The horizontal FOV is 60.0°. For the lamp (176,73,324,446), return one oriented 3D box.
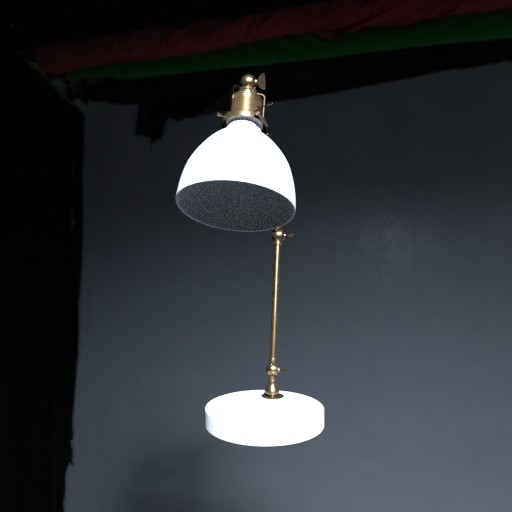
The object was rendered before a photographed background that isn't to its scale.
[{"bbox_3d":[0.000,0.000,0.658,0.186,0.522,0.317,0,-1,16],"label":"lamp"}]
